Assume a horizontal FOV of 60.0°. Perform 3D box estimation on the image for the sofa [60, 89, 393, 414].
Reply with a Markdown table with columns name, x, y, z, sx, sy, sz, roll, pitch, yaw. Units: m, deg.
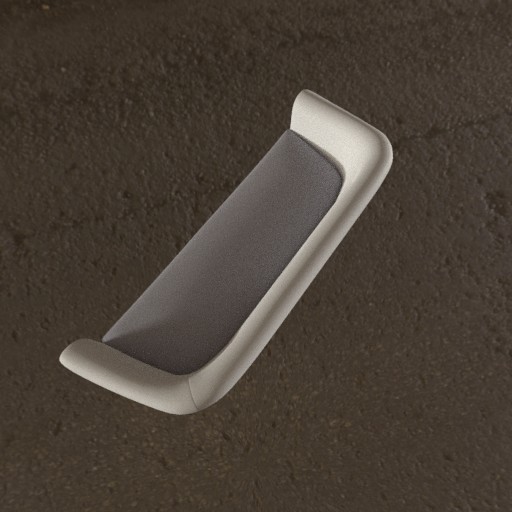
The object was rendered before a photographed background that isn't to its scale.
| name | x | y | z | sx | sy | sz | roll | pitch | yaw |
| --- | --- | --- | --- | --- | --- | --- | --- | --- | --- |
| sofa | 0.000 | 0.000 | 2.575 | 0.827 | 0.795 | 2.160 | 33 | 69 | 15 |
